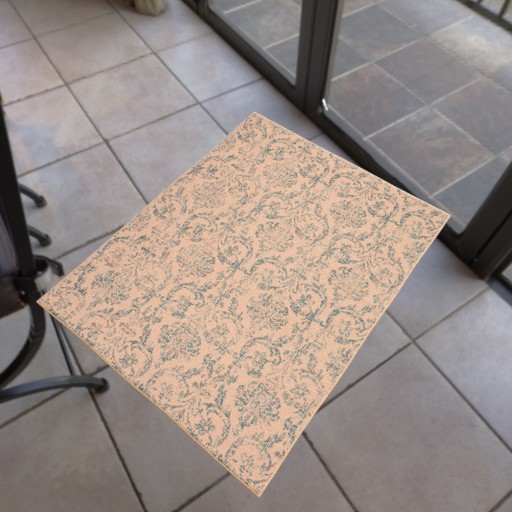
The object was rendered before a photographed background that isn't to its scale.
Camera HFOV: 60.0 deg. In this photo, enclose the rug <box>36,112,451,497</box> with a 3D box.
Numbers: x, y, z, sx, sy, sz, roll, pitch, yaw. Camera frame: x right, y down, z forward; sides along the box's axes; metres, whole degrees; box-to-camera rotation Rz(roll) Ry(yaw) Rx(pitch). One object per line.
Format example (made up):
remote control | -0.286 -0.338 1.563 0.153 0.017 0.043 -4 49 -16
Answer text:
rug | 0.000 0.000 3.960 2.363 0.012 2.980 33 64 19
